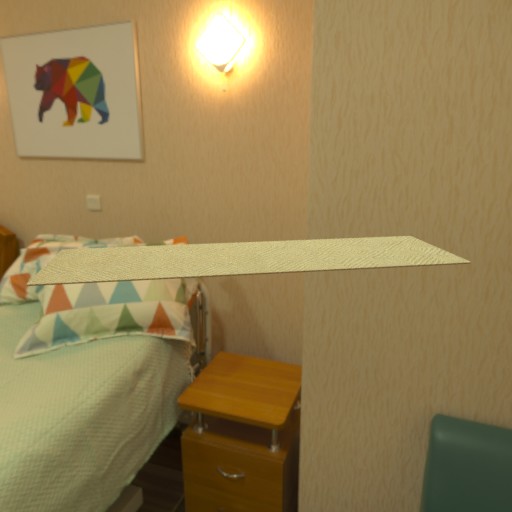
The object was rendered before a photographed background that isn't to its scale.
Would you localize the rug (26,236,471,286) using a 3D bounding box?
[{"bbox_3d":[0.000,0.000,2.557,2.277,0.008,0.676,-3,15,-9],"label":"rug"}]
